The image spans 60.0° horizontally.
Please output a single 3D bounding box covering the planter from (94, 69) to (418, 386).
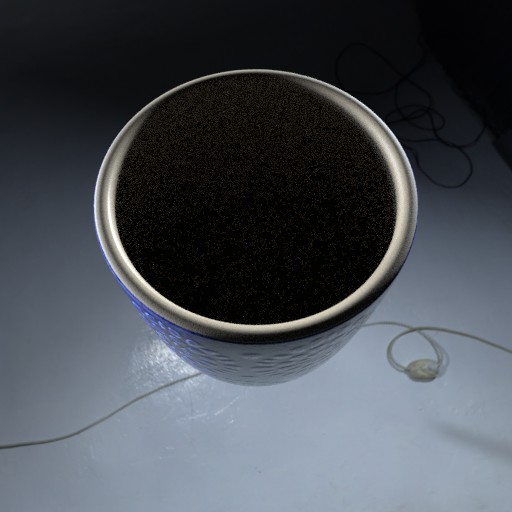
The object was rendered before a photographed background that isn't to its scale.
[{"bbox_3d":[0.000,0.000,0.197,0.109,0.112,0.109,0,64,0],"label":"planter"}]
